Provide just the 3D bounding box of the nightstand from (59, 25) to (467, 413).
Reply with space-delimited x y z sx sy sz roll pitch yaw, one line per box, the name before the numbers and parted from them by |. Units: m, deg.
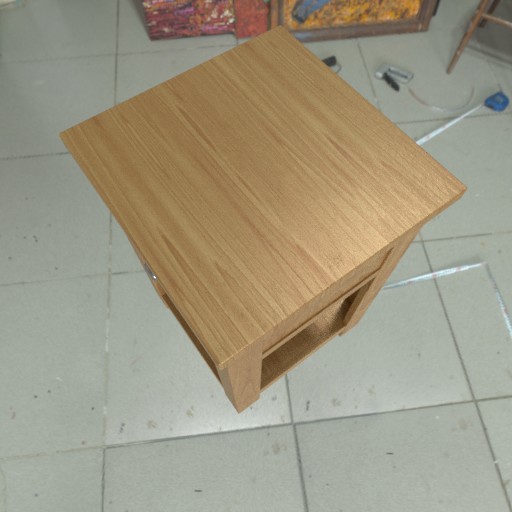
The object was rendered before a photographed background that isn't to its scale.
nightstand | 0.000 0.000 0.910 0.418 0.614 0.428 -33 68 -15
